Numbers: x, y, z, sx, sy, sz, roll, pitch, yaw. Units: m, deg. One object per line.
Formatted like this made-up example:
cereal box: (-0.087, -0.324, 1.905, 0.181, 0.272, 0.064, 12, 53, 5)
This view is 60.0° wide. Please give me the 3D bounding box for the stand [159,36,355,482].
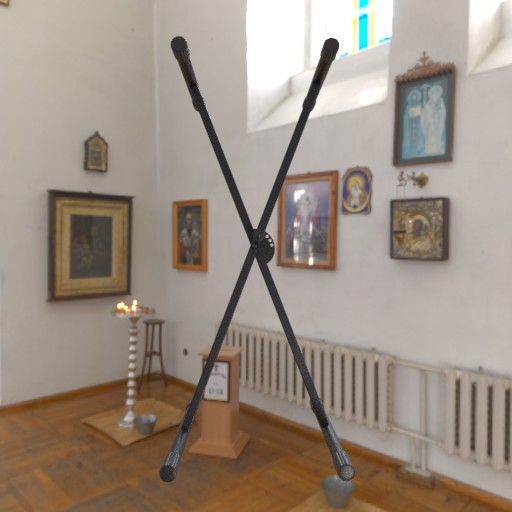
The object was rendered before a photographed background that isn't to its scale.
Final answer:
stand: (0.000, 0.000, 1.145, 0.409, 0.940, 0.449, 0, 0, -1)
